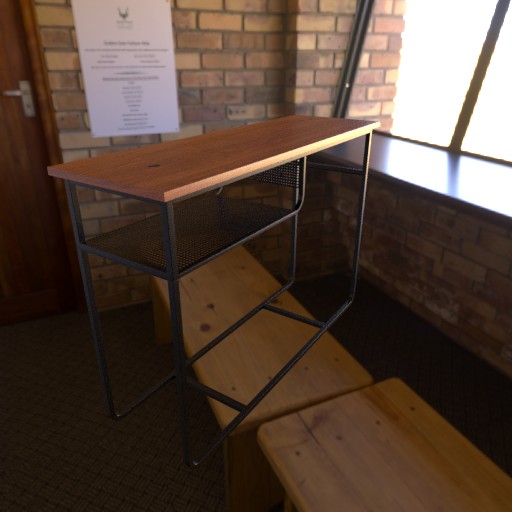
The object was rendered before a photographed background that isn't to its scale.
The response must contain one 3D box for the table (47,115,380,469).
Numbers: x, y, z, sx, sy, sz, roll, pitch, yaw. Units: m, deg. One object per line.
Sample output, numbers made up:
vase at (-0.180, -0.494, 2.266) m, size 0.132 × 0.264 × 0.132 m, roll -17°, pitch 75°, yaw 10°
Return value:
table at (0.000, 0.000, 1.441) m, size 0.350 × 0.750 × 1.100 m, roll 16°, pitch 29°, yaw 31°
